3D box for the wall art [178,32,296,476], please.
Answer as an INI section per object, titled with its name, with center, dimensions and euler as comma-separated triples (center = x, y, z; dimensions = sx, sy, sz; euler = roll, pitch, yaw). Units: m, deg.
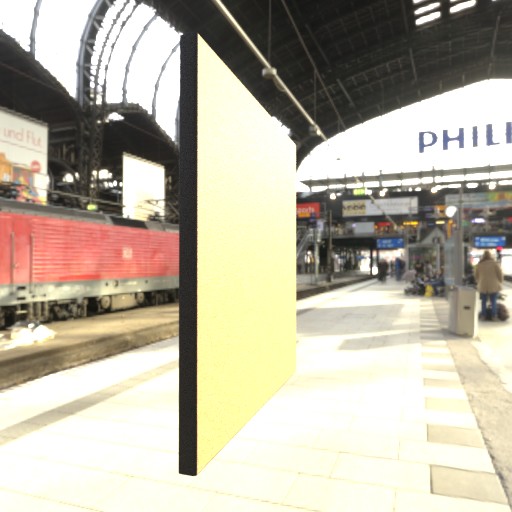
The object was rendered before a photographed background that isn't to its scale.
[wall art]
center = 0.000, 0.000, 0.670
dimensions = 0.022, 0.453, 0.456
euler = 0, -1, 18
